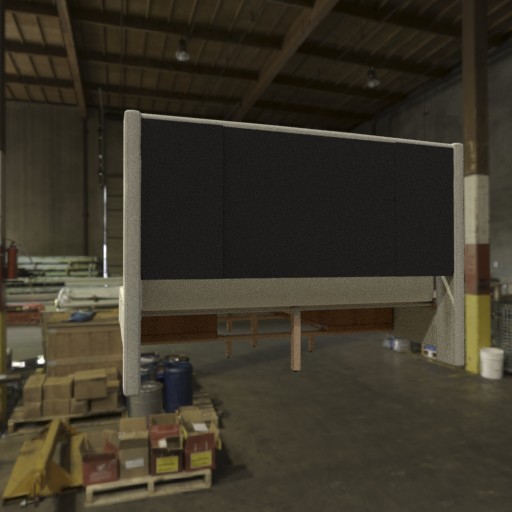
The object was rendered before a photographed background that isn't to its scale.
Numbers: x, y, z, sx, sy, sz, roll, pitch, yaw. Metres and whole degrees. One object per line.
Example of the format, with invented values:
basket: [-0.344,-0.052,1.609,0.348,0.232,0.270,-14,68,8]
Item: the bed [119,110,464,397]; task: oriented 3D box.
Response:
bed: [0.000,0.000,3.652,2.140,1.470,2.280,0,-1,-18]
